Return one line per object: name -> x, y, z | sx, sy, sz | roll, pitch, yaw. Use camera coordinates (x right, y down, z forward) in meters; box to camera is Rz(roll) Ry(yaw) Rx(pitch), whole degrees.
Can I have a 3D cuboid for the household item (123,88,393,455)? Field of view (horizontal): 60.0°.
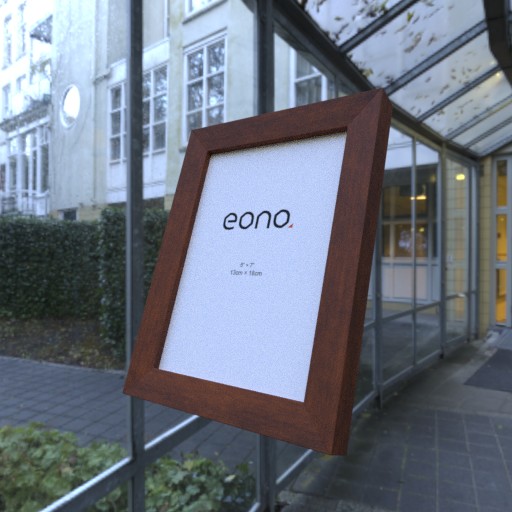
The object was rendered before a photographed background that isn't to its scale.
household item -> 0.000, 0.000, 0.299 | 0.160, 0.204, 0.096 | 0, 1, 36
